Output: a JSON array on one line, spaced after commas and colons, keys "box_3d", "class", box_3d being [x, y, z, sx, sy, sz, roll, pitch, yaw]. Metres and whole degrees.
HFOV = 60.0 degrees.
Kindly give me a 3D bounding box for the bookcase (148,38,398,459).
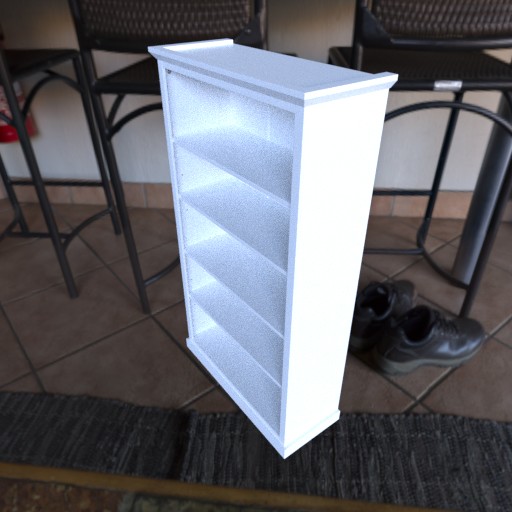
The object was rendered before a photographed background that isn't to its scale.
[{"box_3d": [0.000, 0.000, 2.279, 0.432, 1.880, 1.050, -23, 40, -30], "class": "bookcase"}]
